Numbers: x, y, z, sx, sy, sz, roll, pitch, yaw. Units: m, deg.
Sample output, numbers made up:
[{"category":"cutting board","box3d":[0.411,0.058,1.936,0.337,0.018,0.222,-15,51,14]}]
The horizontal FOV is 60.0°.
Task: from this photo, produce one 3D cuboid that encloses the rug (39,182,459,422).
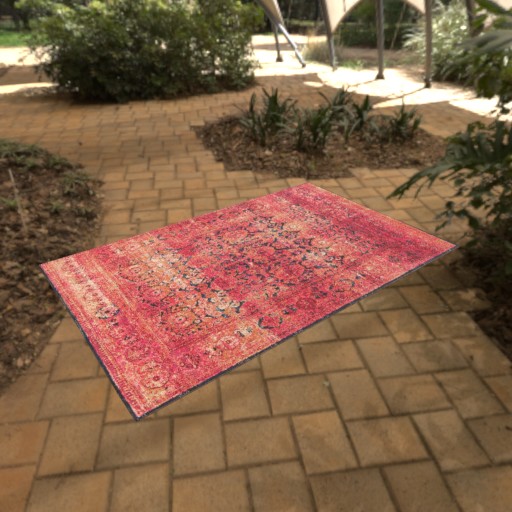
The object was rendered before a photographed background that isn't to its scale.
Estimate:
[{"category":"rug","box3d":[0.000,0.000,3.022,2.449,0.018,1.539,-21,37,-31]}]
